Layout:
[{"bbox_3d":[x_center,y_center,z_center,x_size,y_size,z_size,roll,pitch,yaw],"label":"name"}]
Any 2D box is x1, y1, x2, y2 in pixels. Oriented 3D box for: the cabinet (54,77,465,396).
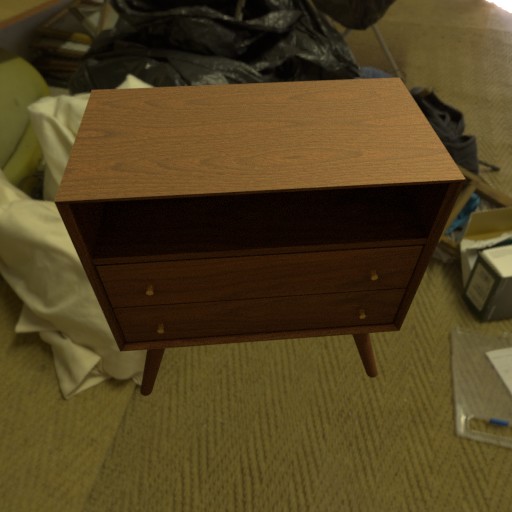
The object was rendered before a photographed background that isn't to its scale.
[{"bbox_3d":[0.000,0.000,1.162,0.712,0.748,0.388,-4,48,-3],"label":"cabinet"}]
